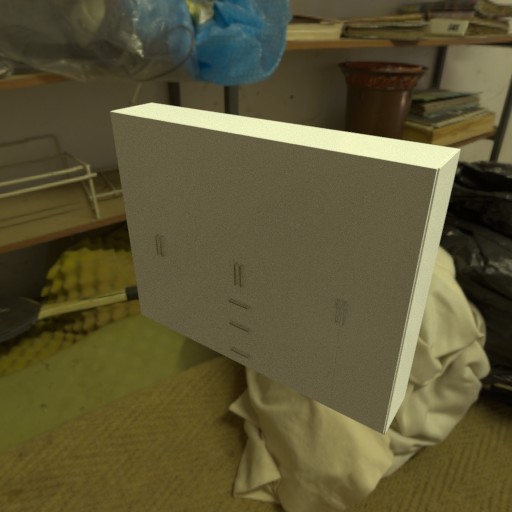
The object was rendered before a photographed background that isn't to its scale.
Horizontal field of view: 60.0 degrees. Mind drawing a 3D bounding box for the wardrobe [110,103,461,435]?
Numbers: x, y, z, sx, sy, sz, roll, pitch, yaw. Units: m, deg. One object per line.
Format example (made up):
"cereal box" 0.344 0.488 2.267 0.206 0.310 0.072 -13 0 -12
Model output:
"wardrobe" 0.000 0.000 4.138 3.000 2.360 0.580 19 34 30
